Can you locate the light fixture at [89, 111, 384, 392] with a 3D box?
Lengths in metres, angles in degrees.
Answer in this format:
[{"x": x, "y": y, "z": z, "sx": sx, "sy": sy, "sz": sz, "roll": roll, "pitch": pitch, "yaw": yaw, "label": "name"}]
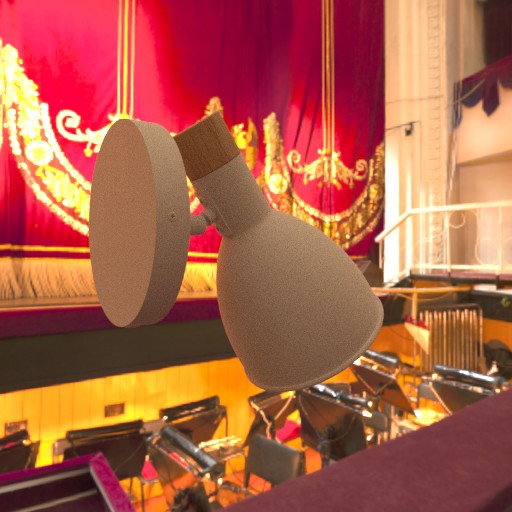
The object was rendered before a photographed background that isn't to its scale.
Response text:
[{"x": 0.000, "y": 0.000, "z": 0.329, "sx": 0.209, "sy": 0.199, "sz": 0.127, "roll": 0, "pitch": 0, "yaw": -35, "label": "light fixture"}]
